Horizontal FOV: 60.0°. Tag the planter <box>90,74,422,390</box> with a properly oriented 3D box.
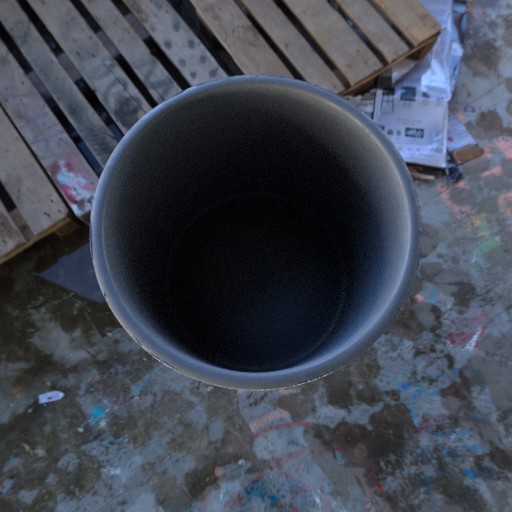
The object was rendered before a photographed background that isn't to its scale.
[{"bbox_3d":[0.000,0.000,0.384,0.221,0.201,0.221,0,75,0],"label":"planter"}]
